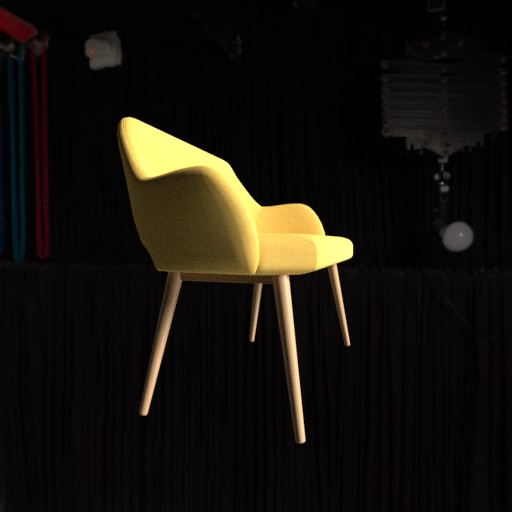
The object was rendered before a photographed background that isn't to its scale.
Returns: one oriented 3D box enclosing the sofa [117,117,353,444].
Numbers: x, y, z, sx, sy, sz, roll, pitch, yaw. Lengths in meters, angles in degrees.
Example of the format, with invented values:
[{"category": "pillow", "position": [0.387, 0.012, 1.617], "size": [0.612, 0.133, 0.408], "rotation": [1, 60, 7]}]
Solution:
[{"category": "sofa", "position": [0.000, 0.000, 1.587], "size": [0.610, 0.840, 1.150], "rotation": [1, 2, 18]}]
